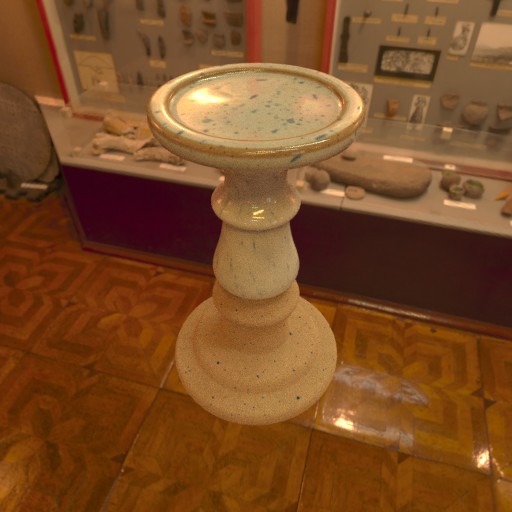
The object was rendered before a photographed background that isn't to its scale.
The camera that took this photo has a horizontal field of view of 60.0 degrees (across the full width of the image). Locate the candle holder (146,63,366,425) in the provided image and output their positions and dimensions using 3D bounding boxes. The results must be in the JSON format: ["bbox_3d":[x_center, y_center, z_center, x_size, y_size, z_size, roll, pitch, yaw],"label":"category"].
[{"bbox_3d":[0.000,0.000,0.278,0.123,0.202,0.123,0,42,0],"label":"candle holder"}]
